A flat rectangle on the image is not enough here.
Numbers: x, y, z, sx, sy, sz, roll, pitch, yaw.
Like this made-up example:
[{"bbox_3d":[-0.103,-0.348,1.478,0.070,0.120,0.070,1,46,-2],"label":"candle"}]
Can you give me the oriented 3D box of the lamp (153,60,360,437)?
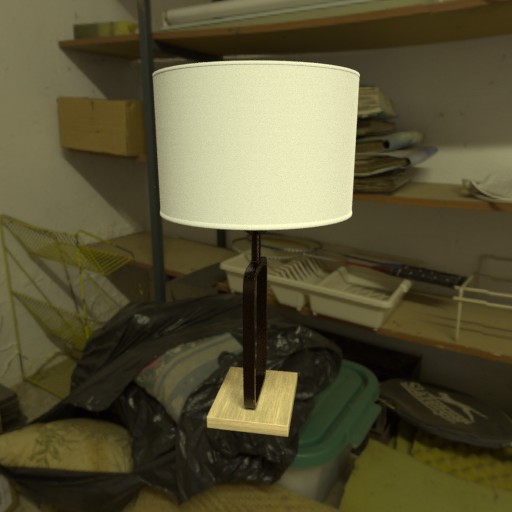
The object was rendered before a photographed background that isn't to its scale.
[{"bbox_3d":[0.000,0.000,0.675,0.279,0.508,0.279,3,15,10],"label":"lamp"}]
